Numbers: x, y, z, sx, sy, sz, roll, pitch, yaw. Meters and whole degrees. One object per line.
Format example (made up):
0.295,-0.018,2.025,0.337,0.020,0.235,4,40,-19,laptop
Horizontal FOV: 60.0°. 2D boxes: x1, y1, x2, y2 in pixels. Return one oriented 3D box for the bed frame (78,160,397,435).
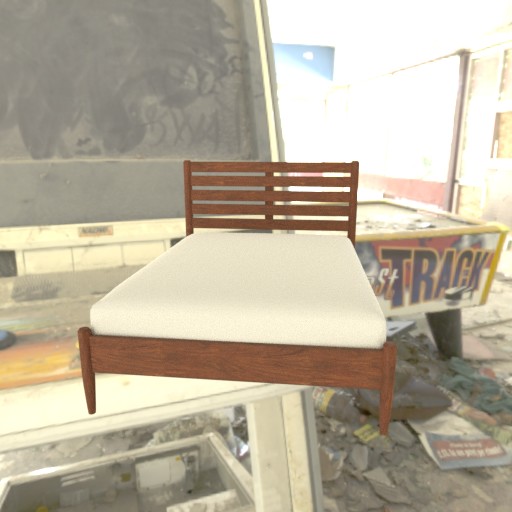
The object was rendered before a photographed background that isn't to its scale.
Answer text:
0.000,0.000,3.268,1.655,1.321,2.234,2,14,7,bed frame
